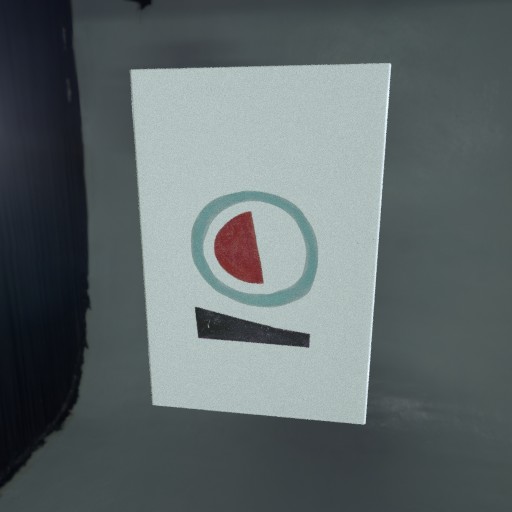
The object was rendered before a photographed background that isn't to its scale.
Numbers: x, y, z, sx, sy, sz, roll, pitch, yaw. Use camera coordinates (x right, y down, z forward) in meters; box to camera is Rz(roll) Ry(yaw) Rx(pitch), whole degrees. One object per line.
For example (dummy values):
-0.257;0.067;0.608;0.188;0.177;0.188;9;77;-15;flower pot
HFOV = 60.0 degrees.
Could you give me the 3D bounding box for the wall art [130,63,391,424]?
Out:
0.000;0.000;1.140;0.602;0.902;0.048;2;15;8;wall art
